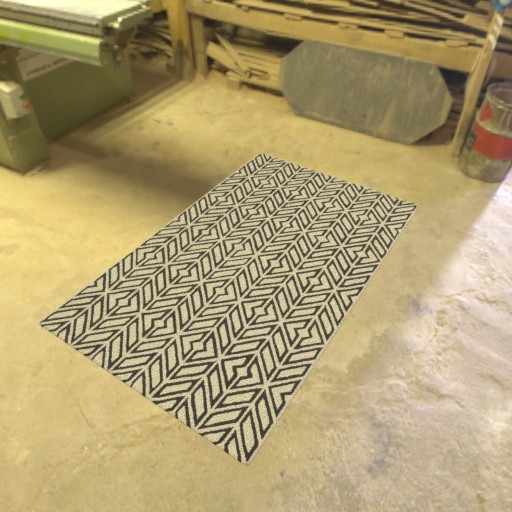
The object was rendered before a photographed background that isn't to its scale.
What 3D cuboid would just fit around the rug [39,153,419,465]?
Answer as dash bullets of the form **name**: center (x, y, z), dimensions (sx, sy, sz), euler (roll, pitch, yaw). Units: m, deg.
- **rug**: center (0.000, 0.000, 3.089), dimensions (1.523, 0.008, 2.438), euler (24, 47, 24)
